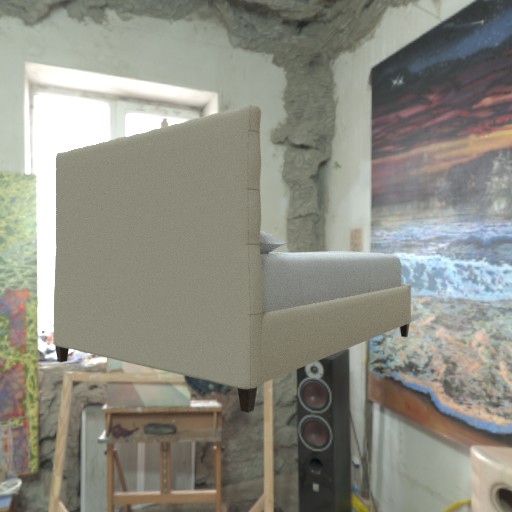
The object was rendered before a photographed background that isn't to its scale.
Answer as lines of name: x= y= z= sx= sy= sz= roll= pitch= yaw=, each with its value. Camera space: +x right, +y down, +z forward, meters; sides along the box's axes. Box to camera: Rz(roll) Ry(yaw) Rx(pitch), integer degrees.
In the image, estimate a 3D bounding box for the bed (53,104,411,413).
bed: x=0.000 y=0.000 z=3.460 sx=1.698 sy=1.427 sz=2.387 roll=0 pitch=0 yaw=36
